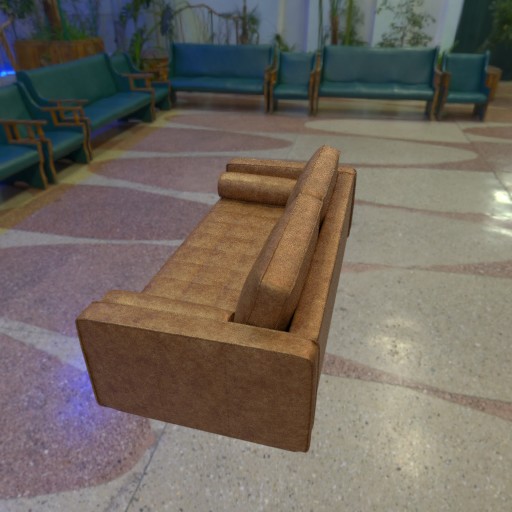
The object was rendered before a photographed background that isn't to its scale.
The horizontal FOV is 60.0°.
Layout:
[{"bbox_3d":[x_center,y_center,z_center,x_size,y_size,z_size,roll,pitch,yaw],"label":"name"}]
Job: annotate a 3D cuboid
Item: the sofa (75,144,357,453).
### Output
[{"bbox_3d":[0.000,0.000,2.422,0.924,0.825,1.920,8,32,13],"label":"sofa"}]
